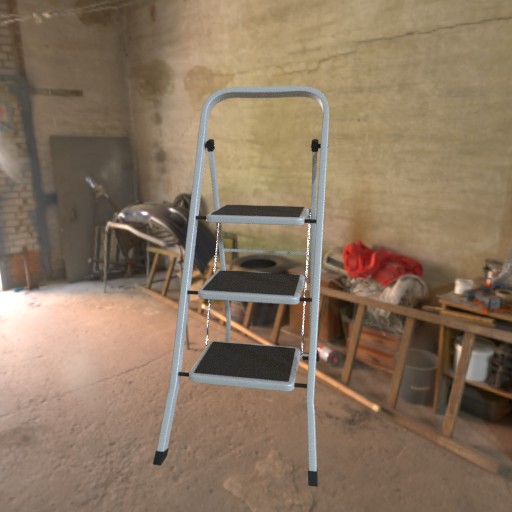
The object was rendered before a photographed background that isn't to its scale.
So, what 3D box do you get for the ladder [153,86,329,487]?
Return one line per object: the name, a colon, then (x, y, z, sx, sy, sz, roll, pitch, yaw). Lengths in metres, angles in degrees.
ladder: (0.000, 0.000, 1.409, 0.460, 1.050, 0.711, 3, 15, 10)
